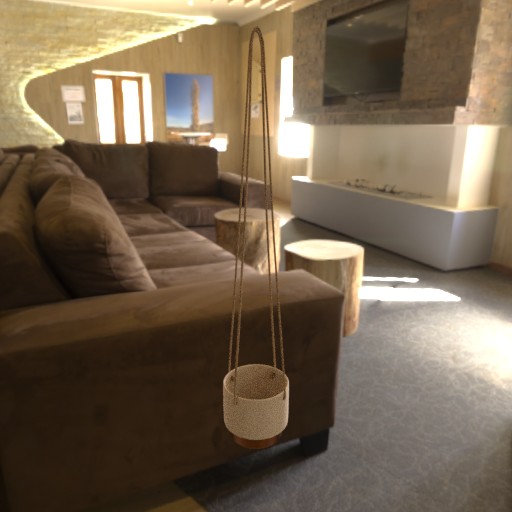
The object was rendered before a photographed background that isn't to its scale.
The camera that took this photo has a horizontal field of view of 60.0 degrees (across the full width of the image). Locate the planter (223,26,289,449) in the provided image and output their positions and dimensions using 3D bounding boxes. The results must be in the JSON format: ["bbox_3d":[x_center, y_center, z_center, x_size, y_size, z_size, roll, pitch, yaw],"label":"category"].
[{"bbox_3d":[0.000,0.000,0.900,0.146,0.841,0.146,-3,17,-9],"label":"planter"}]
